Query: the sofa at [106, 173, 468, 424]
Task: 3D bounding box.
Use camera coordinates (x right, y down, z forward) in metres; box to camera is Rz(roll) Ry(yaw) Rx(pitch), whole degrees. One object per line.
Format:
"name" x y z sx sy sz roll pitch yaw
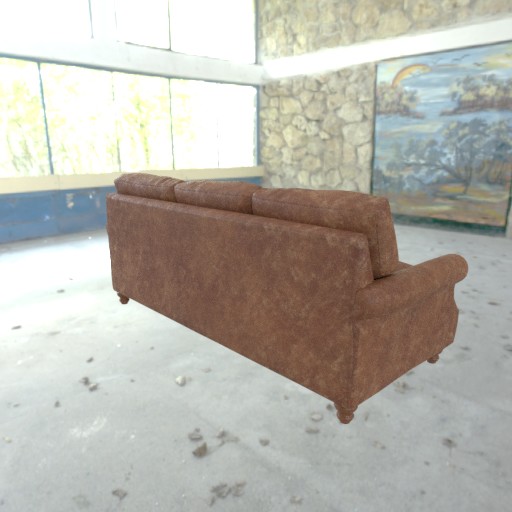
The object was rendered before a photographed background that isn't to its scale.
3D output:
"sofa" 0.000 0.000 2.794 0.973 0.977 2.351 -13 19 -41
